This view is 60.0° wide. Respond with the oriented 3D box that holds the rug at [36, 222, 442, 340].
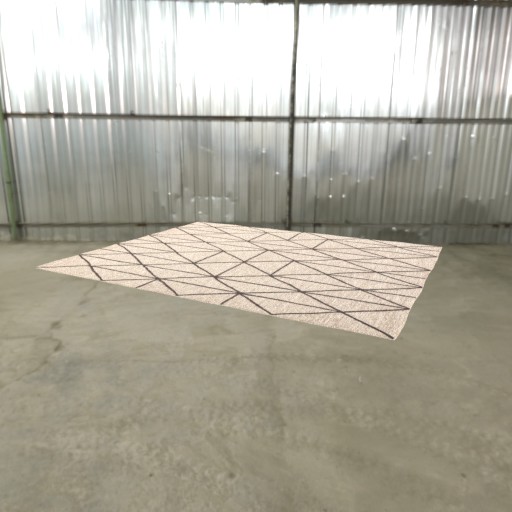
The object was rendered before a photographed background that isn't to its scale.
[{"bbox_3d":[0.000,0.000,4.191,3.061,0.022,2.468,8,17,27],"label":"rug"}]
